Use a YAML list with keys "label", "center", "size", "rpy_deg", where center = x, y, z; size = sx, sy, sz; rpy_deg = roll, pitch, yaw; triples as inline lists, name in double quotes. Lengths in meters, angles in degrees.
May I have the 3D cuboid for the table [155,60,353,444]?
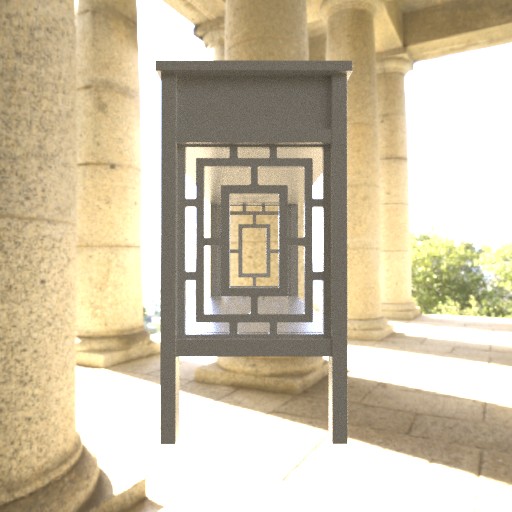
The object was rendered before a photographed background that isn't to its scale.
- label: "table"
  center: [0.000, 0.000, 1.394]
  size: [0.397, 0.753, 1.068]
  rpy_deg: [0, -1, 0]
